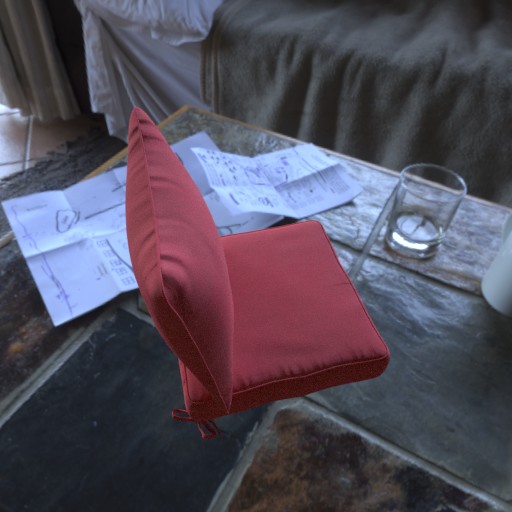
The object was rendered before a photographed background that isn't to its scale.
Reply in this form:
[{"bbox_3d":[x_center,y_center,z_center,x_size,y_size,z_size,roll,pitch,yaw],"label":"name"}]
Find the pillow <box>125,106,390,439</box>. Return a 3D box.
[{"bbox_3d":[0.000,0.000,1.404,0.733,0.725,0.798,-11,47,-10],"label":"pillow"}]
